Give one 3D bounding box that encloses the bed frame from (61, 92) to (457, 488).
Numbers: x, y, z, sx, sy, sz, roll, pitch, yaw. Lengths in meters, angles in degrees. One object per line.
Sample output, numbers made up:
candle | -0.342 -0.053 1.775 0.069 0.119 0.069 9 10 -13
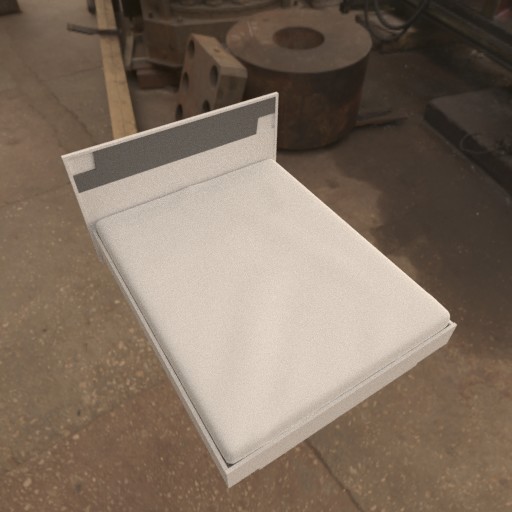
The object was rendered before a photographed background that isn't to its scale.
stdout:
bed frame | 0.000 0.000 2.976 1.711 1.001 2.100 -24 51 -22
